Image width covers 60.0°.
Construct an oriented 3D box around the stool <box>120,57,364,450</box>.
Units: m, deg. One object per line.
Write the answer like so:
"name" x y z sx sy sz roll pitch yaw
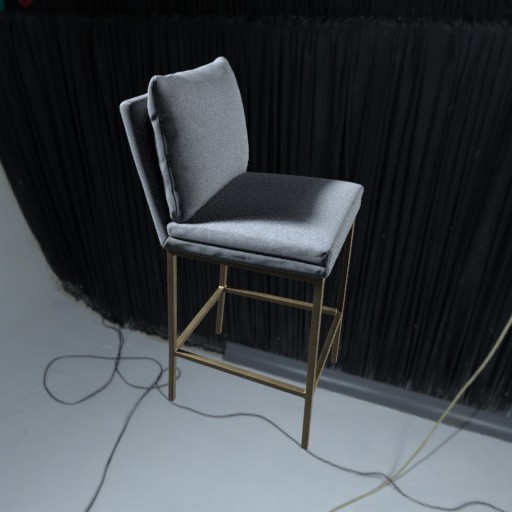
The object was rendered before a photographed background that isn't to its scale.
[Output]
"stool" 0.000 0.000 1.431 0.569 1.130 0.463 12 33 18
